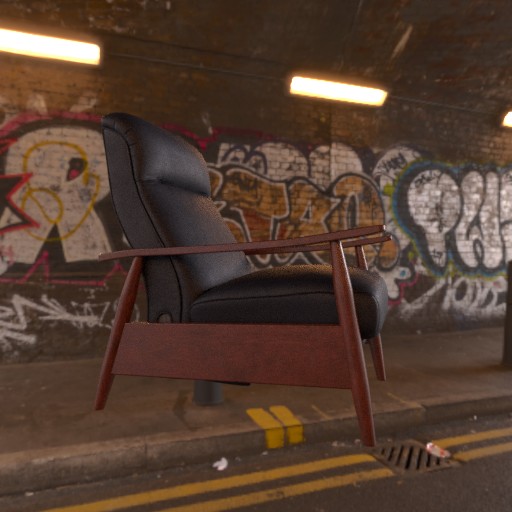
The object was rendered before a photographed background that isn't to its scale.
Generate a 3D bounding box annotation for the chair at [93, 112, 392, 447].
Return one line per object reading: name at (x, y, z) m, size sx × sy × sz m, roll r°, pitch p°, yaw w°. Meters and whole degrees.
chair at (0.000, 0.000, 1.754) m, size 1.014 × 1.082 × 0.762 m, roll 0°, pitch 0°, yaw 18°
